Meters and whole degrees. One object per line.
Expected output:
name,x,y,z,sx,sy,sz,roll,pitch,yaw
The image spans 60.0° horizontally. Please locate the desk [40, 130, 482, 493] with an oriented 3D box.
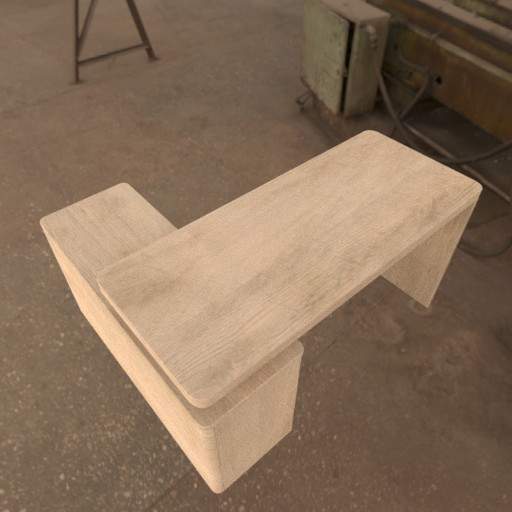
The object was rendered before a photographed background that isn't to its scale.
desk,0.000,0.000,2.021,1.400,0.770,1.175,-32,54,-27
